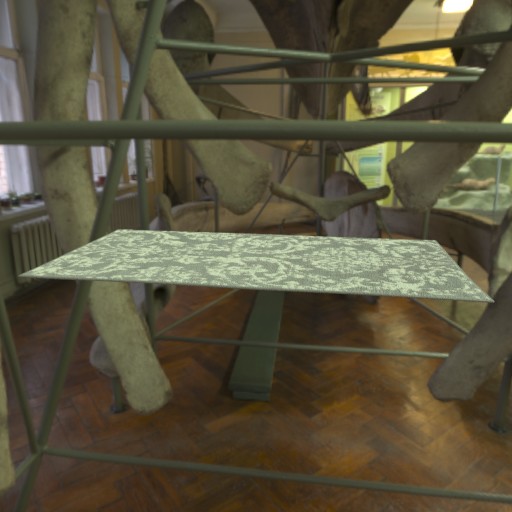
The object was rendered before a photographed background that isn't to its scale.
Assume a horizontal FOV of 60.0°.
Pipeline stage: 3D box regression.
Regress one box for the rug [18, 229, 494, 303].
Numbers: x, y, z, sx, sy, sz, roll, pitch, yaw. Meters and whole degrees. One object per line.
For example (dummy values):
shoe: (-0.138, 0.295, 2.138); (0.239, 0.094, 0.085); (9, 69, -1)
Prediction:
rug: (0.000, 0.000, 1.403); (1.219, 0.007, 0.604); (2, 16, 9)
